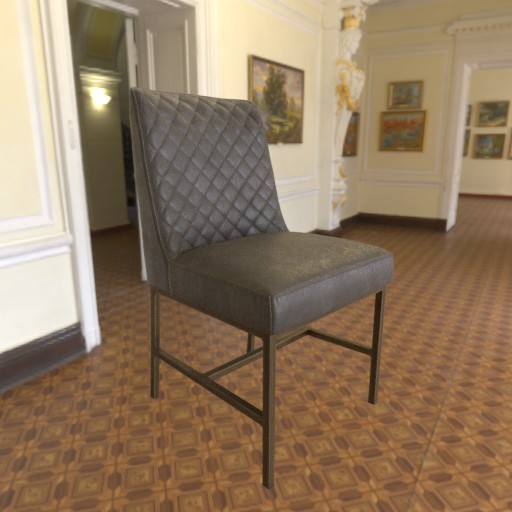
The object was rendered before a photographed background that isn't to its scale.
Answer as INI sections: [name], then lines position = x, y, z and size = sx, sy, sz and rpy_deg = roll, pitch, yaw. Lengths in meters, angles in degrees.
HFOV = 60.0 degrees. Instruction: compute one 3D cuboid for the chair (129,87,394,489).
[chair]
position = 0.000, 0.000, 1.226
size = 0.587, 0.889, 0.508
rpy_deg = 13, 19, 42
